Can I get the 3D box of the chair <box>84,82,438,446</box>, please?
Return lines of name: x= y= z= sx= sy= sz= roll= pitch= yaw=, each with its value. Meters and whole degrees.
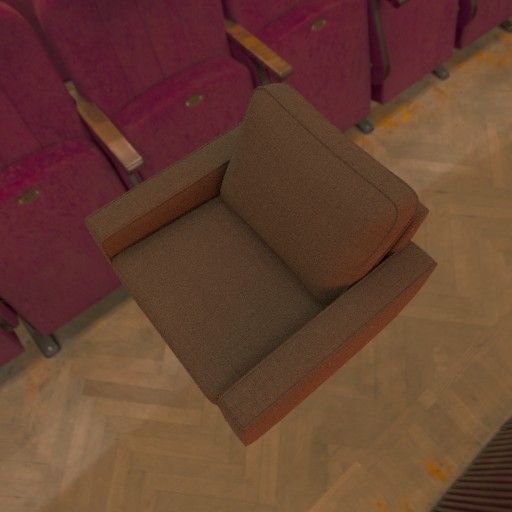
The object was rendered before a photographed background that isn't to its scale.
chair: x=0.000 y=0.000 z=1.747 sx=0.940 sy=0.919 sz=1.017 roll=-36 pitch=68 yaw=-17
